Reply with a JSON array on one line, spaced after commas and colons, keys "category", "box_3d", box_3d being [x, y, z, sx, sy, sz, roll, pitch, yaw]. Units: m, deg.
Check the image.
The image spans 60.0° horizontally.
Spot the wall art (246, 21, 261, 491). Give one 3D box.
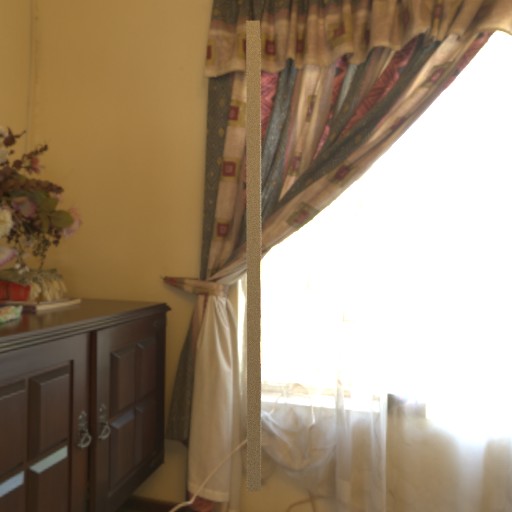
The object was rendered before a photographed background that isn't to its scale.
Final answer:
[{"category": "wall art", "box_3d": [0.000, 0.000, 1.376, 0.034, 1.042, 0.789, 0, 0, 1]}]
